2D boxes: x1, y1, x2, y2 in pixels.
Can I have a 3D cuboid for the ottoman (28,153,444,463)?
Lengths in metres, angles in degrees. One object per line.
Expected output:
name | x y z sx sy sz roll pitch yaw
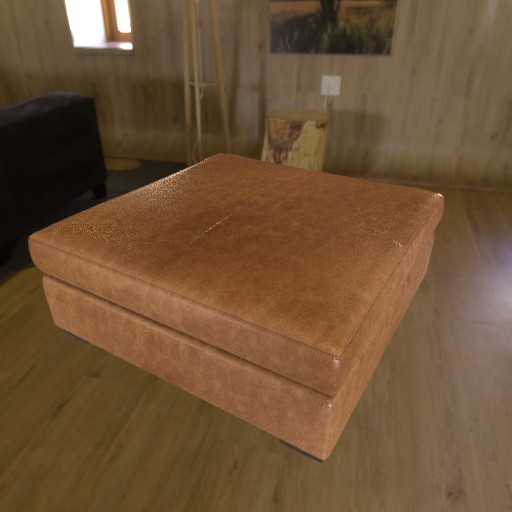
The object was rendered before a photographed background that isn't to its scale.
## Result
ottoman | 0.000 0.000 1.779 1.169 0.483 1.168 17 34 27
